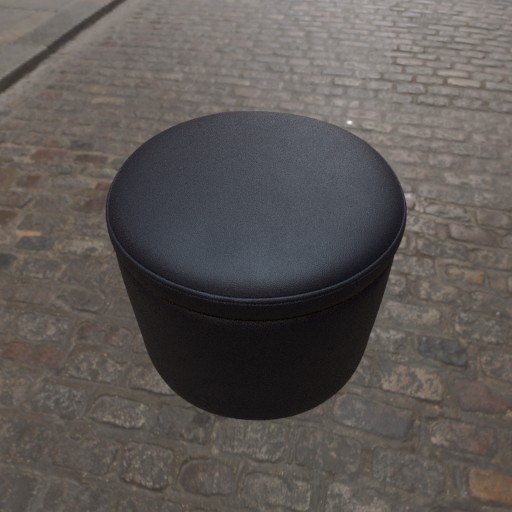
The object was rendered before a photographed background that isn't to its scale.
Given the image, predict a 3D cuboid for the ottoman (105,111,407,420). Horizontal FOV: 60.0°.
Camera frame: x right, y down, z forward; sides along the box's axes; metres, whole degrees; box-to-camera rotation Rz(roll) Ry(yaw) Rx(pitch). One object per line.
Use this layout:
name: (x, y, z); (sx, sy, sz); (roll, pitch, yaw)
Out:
ottoman: (0.000, 0.000, 0.869); (0.501, 0.409, 0.501); (0, 46, 0)
